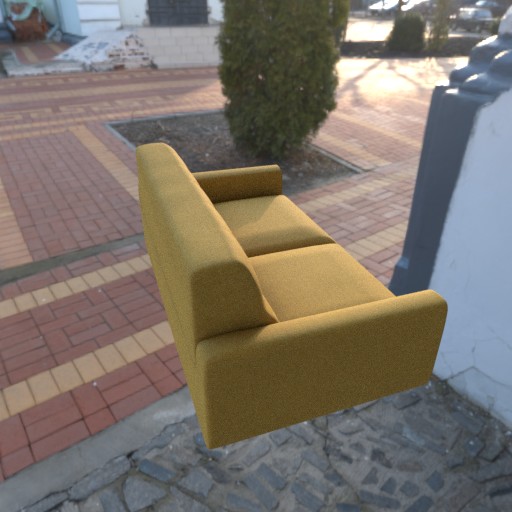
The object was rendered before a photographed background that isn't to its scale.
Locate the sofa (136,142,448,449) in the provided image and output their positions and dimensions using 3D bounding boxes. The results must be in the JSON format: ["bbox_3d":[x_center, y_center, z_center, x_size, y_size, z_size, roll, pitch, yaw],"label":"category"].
[{"bbox_3d":[0.000,0.000,2.148,0.909,0.841,1.631,-10,31,-17],"label":"sofa"}]
